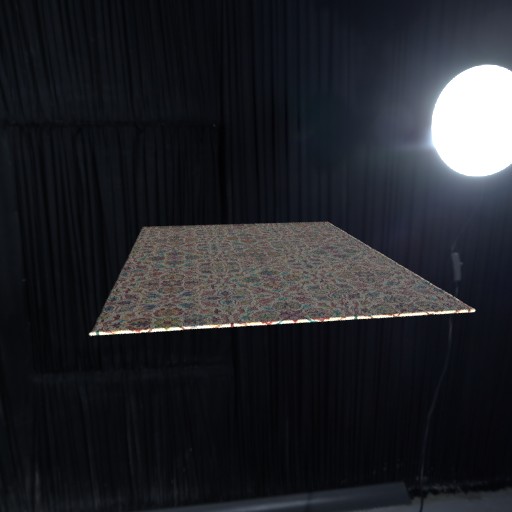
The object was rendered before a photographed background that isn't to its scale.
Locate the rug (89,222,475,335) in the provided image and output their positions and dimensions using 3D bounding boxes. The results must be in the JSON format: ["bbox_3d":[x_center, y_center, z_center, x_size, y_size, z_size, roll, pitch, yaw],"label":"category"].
[{"bbox_3d":[0.000,0.000,4.275,2.446,0.020,3.215,-2,15,-8],"label":"rug"}]
